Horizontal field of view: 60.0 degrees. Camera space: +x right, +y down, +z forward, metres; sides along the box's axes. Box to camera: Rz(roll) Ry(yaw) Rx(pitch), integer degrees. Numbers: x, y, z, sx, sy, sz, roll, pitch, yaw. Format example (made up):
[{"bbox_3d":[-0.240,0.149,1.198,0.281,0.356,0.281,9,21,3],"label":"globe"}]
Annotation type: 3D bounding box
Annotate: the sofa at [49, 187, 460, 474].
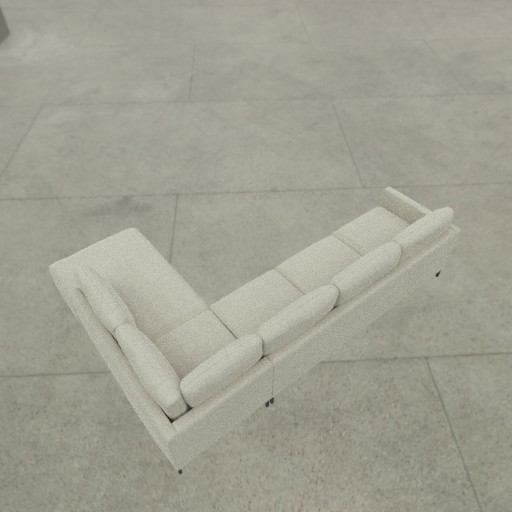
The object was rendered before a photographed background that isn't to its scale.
[{"bbox_3d":[0.000,0.000,3.836,2.949,0.815,2.007,-30,53,-26],"label":"sofa"}]
